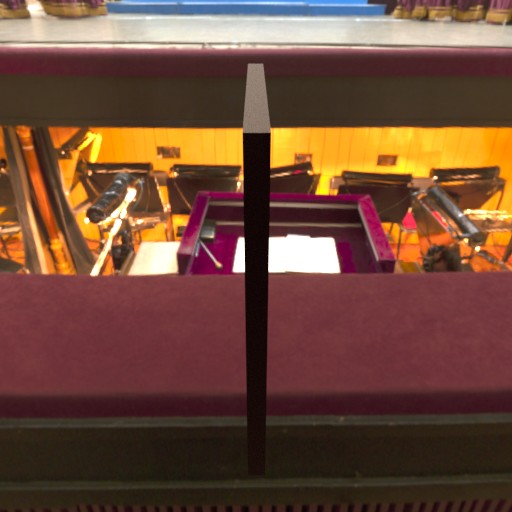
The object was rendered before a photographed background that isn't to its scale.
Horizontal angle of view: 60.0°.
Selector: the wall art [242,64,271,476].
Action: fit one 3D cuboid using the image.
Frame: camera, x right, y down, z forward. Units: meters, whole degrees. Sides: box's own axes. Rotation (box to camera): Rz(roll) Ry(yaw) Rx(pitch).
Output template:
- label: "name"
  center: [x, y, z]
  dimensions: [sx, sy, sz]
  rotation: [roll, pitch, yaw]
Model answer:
- label: "wall art"
  center: [0.000, 0.000, 0.771]
  dimensions: [0.028, 0.557, 0.457]
  rotation: [0, 31, 0]
